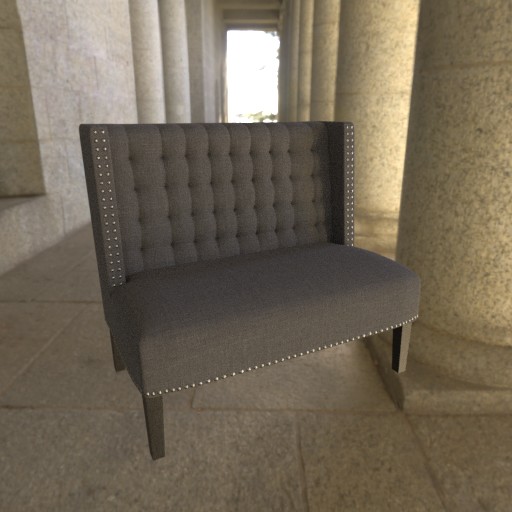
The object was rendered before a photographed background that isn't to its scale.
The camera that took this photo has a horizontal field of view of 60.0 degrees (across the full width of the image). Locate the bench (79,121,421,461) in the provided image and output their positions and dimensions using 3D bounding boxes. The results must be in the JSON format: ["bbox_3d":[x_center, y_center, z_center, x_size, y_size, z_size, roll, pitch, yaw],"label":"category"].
[{"bbox_3d":[0.000,0.000,1.967,1.276,1.121,0.842,-9,20,-27],"label":"bench"}]
